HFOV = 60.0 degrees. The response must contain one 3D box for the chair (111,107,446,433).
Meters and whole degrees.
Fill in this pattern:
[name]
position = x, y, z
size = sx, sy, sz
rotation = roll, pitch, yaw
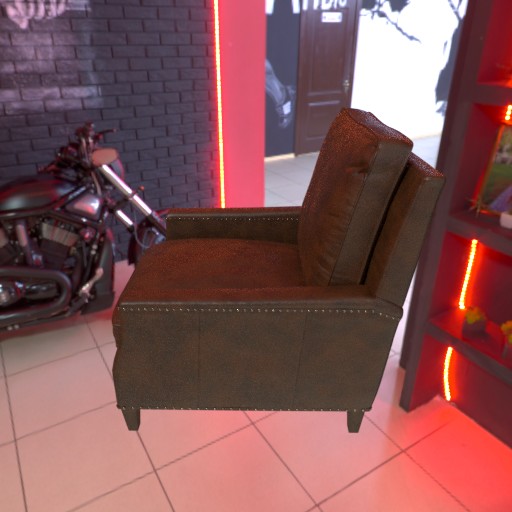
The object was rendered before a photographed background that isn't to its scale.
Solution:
[chair]
position = 0.000, 0.000, 1.758
size = 1.035, 1.054, 0.854
rotation = 0, 26, 1
